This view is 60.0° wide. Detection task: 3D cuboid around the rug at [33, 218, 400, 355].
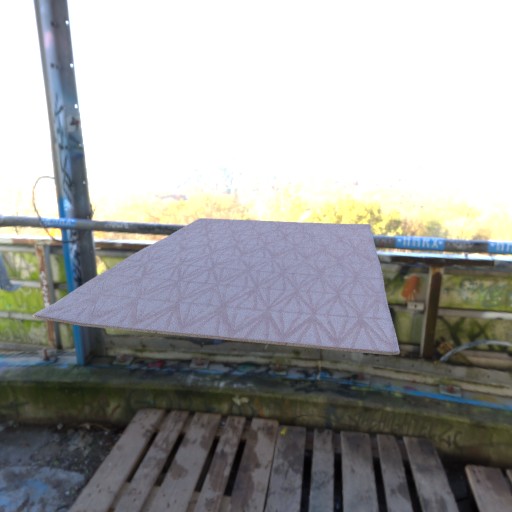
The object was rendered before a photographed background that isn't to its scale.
[{"bbox_3d":[0.000,0.000,2.274,1.230,0.025,1.837,3,16,11],"label":"rug"}]
